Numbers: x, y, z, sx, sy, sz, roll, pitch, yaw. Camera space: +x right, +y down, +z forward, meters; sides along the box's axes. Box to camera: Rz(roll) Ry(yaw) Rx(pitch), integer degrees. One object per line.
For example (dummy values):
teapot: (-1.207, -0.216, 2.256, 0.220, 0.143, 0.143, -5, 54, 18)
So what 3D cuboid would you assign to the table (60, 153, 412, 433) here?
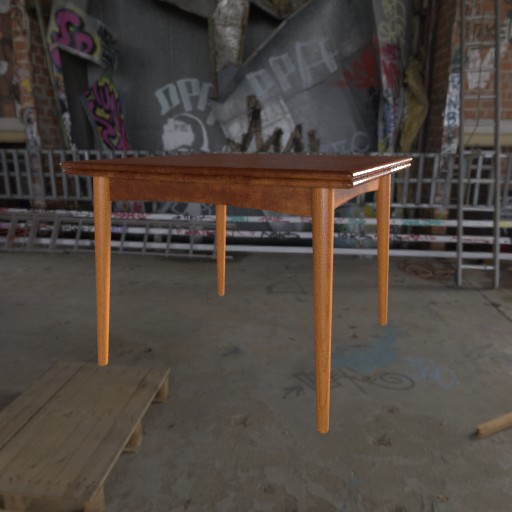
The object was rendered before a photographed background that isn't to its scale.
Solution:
table: (0.000, 0.000, 1.758, 0.991, 0.754, 0.991, 7, 17, 26)
